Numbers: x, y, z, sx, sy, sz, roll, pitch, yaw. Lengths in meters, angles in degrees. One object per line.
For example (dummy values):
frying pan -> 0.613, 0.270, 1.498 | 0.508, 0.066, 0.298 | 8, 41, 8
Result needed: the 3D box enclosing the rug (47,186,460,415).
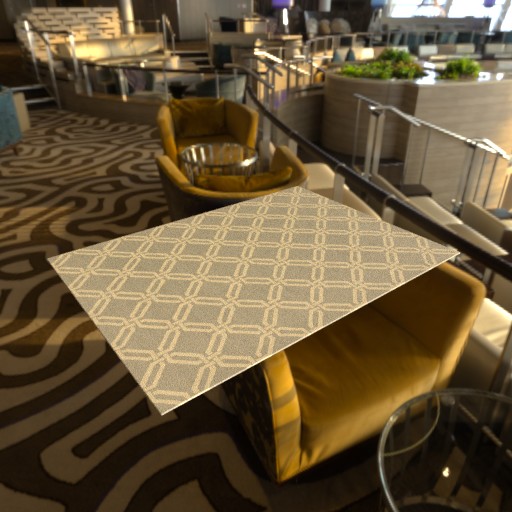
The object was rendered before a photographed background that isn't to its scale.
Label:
rug -> 0.000, 0.000, 4.443 | 3.353, 0.013, 2.438 | -21, 35, -32
